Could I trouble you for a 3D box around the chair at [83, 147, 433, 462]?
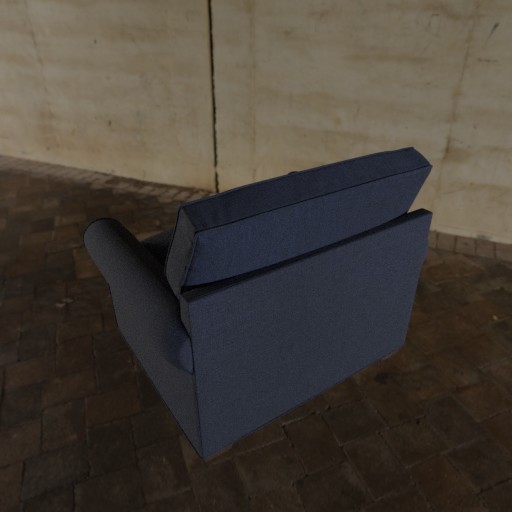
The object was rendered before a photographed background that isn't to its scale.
[{"bbox_3d":[0.000,0.000,2.012,1.285,1.044,0.963,-19,35,-29],"label":"chair"}]
